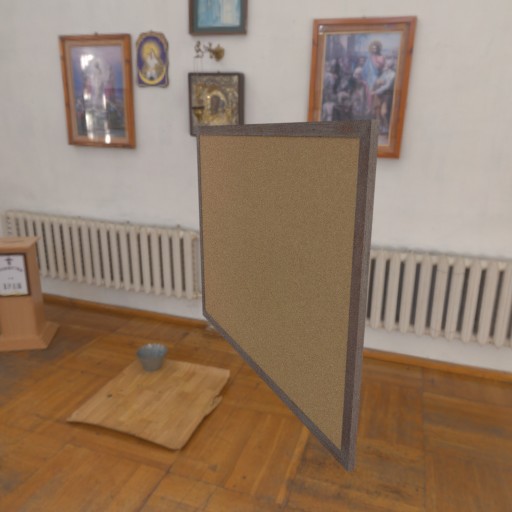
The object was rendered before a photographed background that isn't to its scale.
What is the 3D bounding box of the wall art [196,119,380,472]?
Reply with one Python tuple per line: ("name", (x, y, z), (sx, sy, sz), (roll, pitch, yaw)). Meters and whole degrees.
("wall art", (0.000, 0.000, 1.357), (0.019, 0.774, 1.012), (-7, 17, -25))
